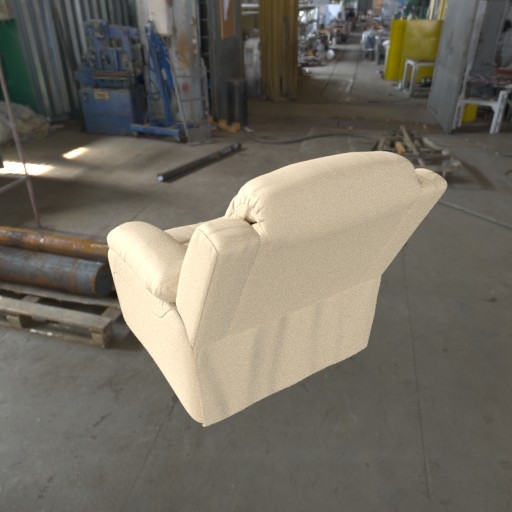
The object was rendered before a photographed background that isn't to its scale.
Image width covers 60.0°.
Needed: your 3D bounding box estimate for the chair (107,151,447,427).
[{"bbox_3d":[0.000,0.000,1.241,0.680,0.702,0.709,-17,34,-28],"label":"chair"}]
